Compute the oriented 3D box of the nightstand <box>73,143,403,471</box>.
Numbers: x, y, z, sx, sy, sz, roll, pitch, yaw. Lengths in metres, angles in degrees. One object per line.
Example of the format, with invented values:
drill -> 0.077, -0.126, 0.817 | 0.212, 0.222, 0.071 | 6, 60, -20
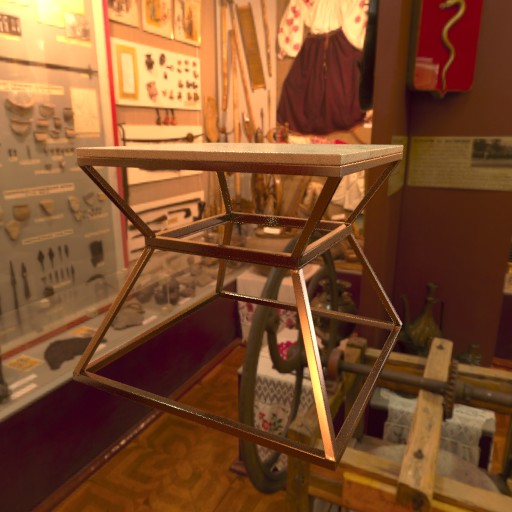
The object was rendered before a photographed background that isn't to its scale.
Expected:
nightstand -> 0.000, 0.000, 0.888 | 0.513, 0.426, 0.514 | 8, 17, 26
